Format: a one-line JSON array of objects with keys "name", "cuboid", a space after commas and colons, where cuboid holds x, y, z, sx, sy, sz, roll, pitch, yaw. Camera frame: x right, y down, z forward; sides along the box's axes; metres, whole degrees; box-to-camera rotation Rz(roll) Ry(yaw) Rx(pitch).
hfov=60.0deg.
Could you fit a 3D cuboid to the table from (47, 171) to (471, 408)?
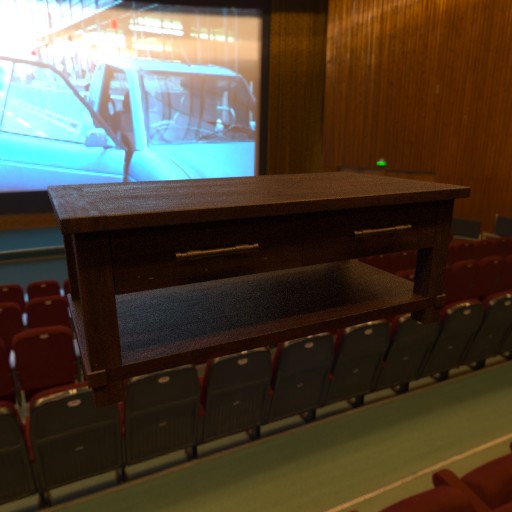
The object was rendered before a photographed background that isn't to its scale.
[{"name": "table", "cuboid": [0.000, 0.000, 1.572, 1.270, 0.494, 0.700, -8, 17, -25]}]
